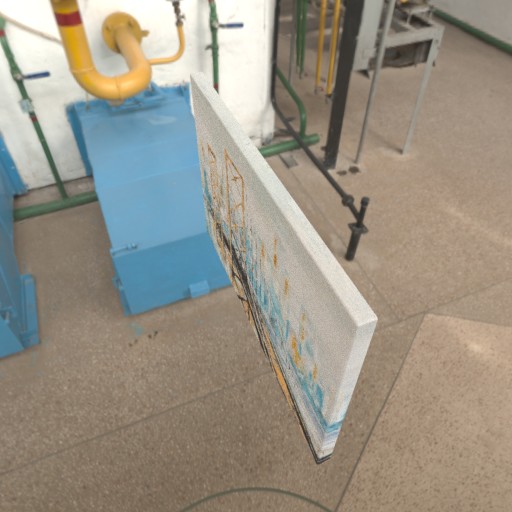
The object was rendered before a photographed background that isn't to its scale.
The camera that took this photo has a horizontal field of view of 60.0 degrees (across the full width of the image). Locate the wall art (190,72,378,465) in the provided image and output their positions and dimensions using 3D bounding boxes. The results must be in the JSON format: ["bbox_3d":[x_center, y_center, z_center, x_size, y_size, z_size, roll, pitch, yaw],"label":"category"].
[{"bbox_3d":[0.000,0.000,1.179,0.038,0.609,0.913,-16,49,-15],"label":"wall art"}]
